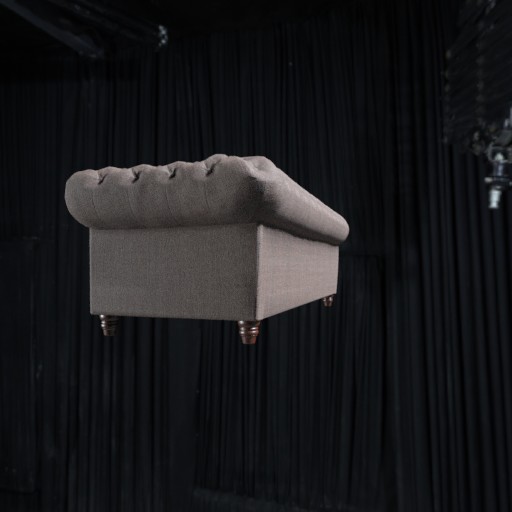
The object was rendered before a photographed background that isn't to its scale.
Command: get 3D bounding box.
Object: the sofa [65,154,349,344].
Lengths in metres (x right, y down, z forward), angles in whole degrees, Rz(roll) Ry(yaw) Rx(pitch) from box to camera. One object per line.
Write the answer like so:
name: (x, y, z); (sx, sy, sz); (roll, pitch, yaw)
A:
sofa: (0.000, 0.000, 2.858); (0.944, 0.787, 2.385); (-1, -2, 19)
